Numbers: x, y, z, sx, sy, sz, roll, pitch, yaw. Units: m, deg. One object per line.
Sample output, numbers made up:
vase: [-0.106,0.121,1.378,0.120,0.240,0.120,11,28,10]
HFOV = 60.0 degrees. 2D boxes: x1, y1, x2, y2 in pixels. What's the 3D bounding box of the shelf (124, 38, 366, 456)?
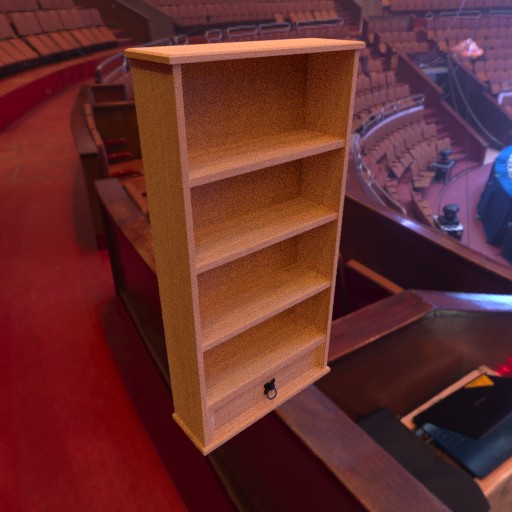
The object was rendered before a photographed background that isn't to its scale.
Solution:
shelf: [0.000,0.000,1.194,0.520,1.030,0.175,-22,36,-34]
